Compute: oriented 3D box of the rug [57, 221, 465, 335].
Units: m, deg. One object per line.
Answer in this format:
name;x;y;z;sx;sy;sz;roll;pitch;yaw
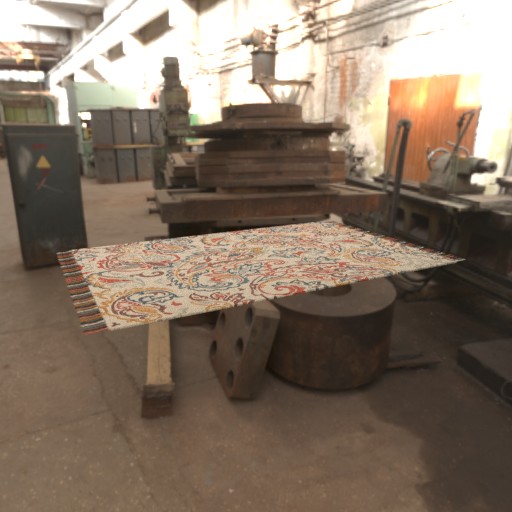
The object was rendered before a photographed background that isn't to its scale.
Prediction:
rug;0.000;0.000;2.508;1.997;0.010;1.218;-8;18;-27
